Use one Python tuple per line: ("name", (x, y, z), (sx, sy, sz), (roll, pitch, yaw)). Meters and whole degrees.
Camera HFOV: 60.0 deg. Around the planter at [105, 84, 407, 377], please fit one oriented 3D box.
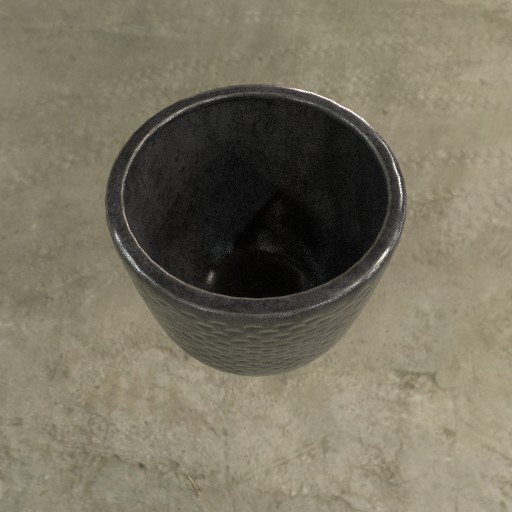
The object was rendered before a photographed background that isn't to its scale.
("planter", (0.000, 0.000, 0.368), (0.197, 0.191, 0.197), (0, 58, 0))
